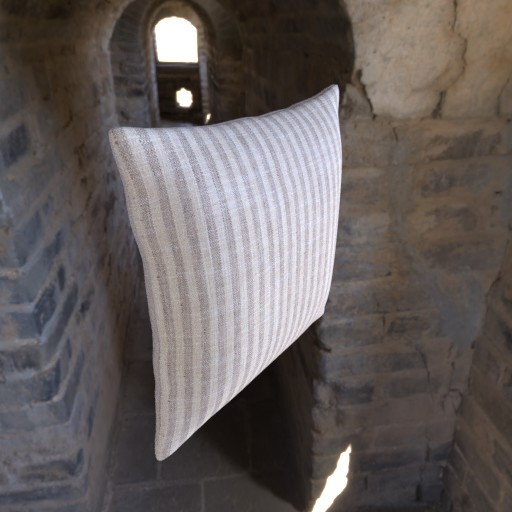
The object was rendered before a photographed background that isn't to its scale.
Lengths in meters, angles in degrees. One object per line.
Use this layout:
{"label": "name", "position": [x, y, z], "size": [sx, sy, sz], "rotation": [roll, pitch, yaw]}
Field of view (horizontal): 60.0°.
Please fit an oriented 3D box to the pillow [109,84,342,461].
{"label": "pillow", "position": [0.000, 0.000, 0.763], "size": [0.166, 0.510, 0.523], "rotation": [19, 33, 32]}
